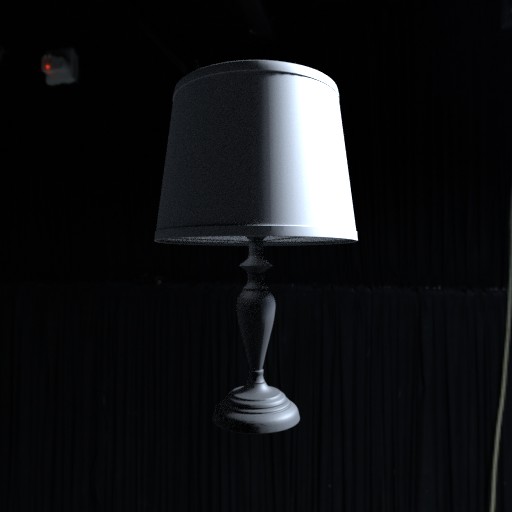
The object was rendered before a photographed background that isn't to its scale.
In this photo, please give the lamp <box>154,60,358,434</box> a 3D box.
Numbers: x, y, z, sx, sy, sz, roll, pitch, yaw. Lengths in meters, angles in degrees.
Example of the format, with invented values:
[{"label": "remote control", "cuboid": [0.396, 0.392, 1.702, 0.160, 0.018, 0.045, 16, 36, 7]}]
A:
[{"label": "lamp", "cuboid": [0.000, 0.000, 0.693, 0.310, 0.501, 0.310, 0, -1, 0]}]
